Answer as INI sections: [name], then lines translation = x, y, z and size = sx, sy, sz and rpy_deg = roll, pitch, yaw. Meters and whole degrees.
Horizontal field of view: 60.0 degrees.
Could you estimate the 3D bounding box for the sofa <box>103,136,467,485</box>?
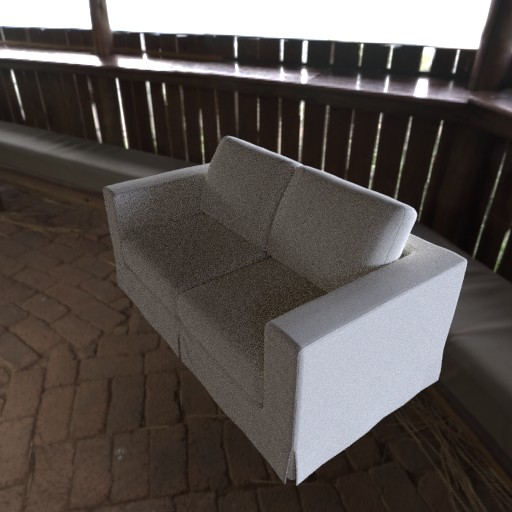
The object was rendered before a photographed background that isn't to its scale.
[sofa]
translation = 0.000, 0.000, 2.393
size = 1.009, 0.932, 1.813
rpy_deg = -20, 36, -31
